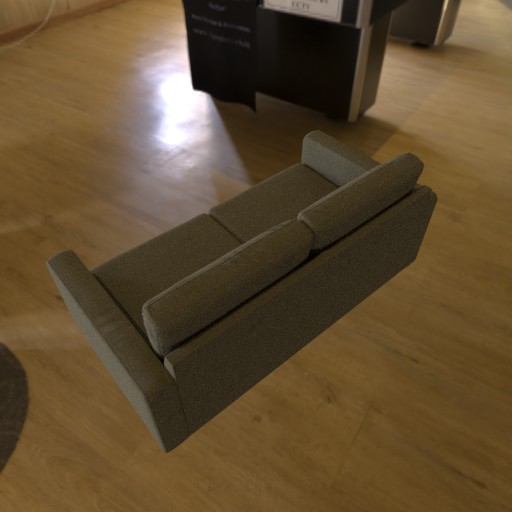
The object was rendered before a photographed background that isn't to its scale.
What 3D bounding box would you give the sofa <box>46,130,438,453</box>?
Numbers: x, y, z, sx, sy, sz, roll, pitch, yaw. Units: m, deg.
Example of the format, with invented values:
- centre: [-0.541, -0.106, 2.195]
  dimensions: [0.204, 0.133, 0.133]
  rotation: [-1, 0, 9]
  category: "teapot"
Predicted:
- centre: [0.000, 0.000, 2.268]
  dimensions: [1.730, 0.897, 0.889]
  rotation: [-31, 53, -27]
  category: "sofa"
